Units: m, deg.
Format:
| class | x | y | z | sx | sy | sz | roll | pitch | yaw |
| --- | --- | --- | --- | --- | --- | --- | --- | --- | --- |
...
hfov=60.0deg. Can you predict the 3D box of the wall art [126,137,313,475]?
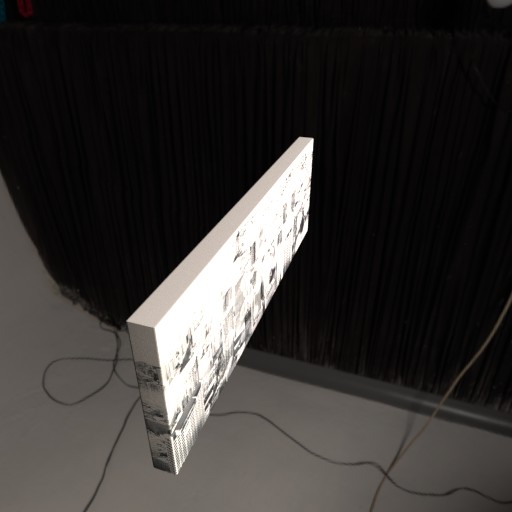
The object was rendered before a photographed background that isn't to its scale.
| class | x | y | z | sx | sy | sz | roll | pitch | yaw |
| --- | --- | --- | --- | --- | --- | --- | --- | --- | --- |
| wall art | 0.000 | 0.000 | 0.849 | 0.038 | 0.255 | 0.763 | 10 | 32 | 16 |
